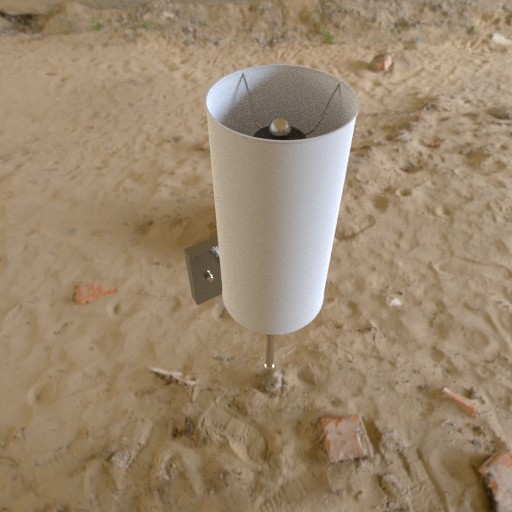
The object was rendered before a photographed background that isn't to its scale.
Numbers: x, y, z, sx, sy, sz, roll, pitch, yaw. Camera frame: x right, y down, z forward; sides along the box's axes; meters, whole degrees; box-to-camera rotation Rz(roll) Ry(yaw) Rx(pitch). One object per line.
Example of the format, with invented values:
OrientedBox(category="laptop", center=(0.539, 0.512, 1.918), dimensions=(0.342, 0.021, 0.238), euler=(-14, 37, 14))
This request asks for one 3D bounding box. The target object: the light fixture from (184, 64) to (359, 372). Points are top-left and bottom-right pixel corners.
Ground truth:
OrientedBox(category="light fixture", center=(0.000, 0.000, 0.562), dimensions=(0.128, 0.462, 0.208), euler=(-25, 52, -21))
